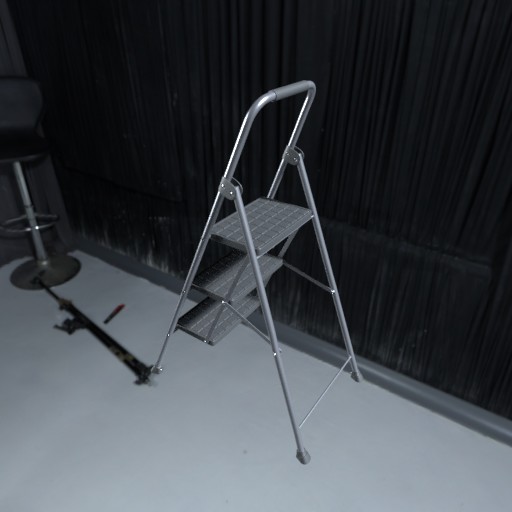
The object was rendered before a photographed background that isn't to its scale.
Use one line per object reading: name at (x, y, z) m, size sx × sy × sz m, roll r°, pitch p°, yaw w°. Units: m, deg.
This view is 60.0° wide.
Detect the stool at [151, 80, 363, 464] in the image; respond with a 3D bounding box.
stool at (0.000, 0.000, 1.502) m, size 0.733 × 1.121 × 0.473 m, roll 20°, pitch 37°, yaw 29°
